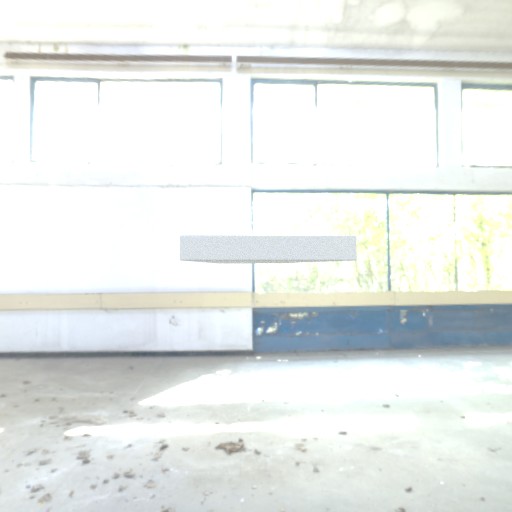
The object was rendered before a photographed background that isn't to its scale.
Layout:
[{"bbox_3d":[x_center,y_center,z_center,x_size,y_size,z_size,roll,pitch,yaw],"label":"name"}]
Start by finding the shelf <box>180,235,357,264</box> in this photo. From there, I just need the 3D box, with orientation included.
[{"bbox_3d":[0.000,0.000,0.654,0.140,0.020,0.610,0,-1,-2],"label":"shelf"}]
